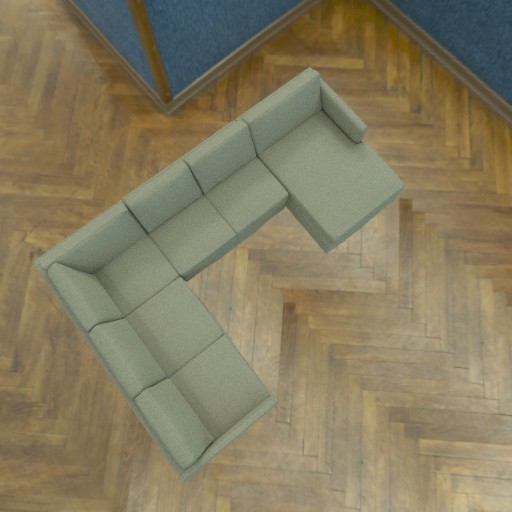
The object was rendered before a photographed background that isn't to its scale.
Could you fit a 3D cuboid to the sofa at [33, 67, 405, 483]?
[{"bbox_3d":[0.000,0.000,4.419,3.460,0.882,2.427,-38,78,-9],"label":"sofa"}]
